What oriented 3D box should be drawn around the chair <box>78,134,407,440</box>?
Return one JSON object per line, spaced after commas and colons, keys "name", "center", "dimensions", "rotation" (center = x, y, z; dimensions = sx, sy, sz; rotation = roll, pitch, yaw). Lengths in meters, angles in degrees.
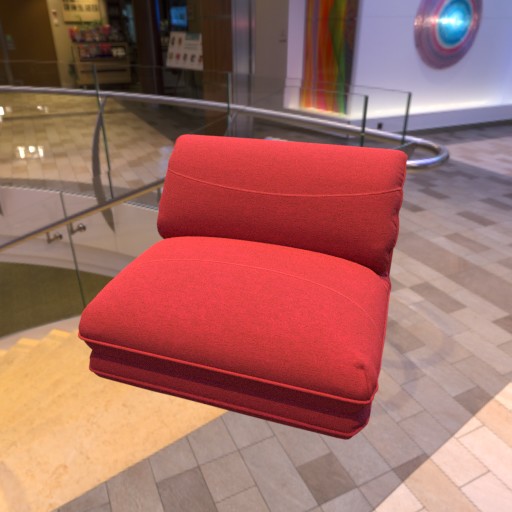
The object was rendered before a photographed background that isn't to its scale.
{"name": "chair", "center": [0.000, 0.000, 1.362], "dimensions": [0.820, 0.580, 0.780], "rotation": [9, 29, 16]}
